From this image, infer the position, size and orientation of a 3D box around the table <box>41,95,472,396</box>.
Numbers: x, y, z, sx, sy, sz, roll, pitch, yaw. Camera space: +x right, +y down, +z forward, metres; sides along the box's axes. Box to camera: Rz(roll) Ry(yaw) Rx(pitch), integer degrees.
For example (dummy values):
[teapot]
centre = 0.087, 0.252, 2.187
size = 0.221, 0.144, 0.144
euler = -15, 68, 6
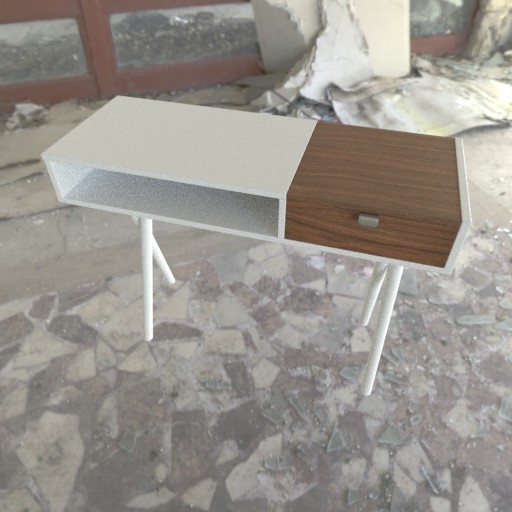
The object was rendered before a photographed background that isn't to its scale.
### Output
[table]
centre = 0.000, 0.000, 1.450
size = 1.066, 0.785, 0.418
euler = 11, 43, 12
